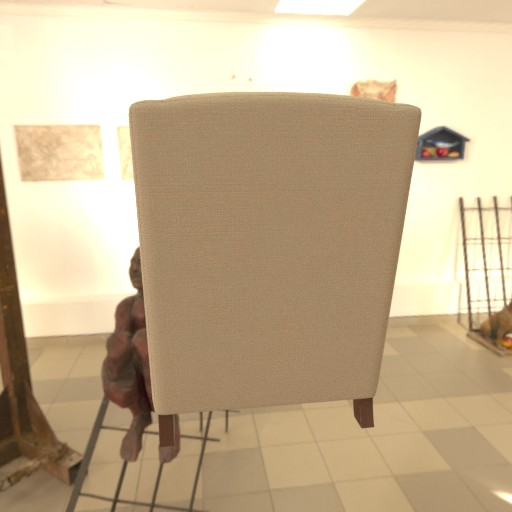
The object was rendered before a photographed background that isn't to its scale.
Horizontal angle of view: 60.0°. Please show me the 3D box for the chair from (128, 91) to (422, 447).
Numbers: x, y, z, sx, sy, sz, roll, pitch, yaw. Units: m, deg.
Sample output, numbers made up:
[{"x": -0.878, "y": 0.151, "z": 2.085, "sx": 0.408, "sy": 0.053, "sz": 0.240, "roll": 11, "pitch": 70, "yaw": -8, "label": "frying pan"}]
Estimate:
[{"x": 0.000, "y": 0.000, "z": 1.577, "sx": 0.715, "sy": 1.017, "sz": 0.896, "roll": -2, "pitch": 14, "yaw": -8, "label": "chair"}]
